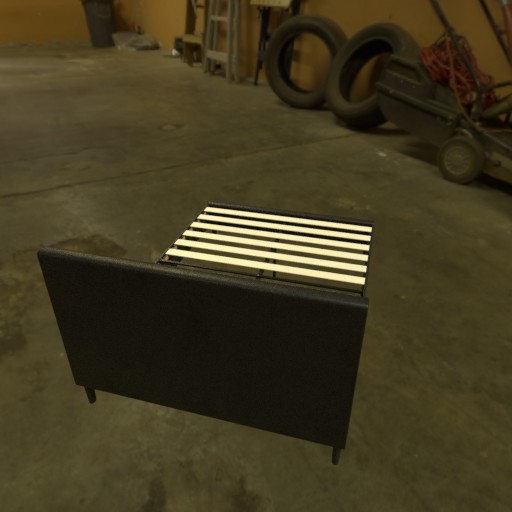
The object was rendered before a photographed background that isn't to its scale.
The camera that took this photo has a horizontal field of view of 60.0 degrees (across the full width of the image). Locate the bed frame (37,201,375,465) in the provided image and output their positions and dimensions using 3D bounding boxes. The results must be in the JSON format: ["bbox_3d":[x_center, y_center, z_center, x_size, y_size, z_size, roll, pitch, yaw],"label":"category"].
[{"bbox_3d":[0.000,0.000,3.268,1.634,1.127,2.318,8,32,14],"label":"bed frame"}]
